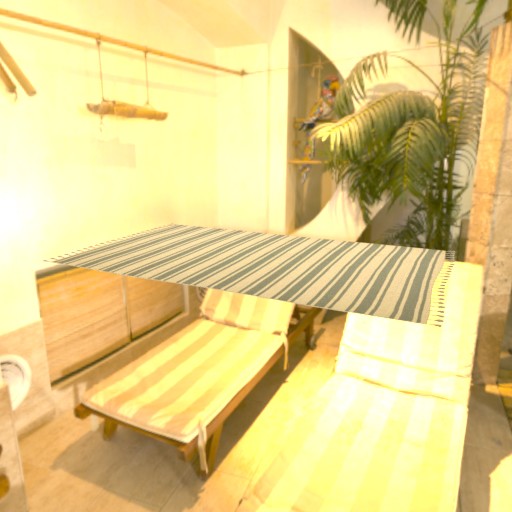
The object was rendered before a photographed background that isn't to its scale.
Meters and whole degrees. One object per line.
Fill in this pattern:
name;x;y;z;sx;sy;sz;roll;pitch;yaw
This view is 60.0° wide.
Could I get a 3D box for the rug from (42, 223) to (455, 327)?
rug;0.000;0.000;2.552;2.084;0.009;1.222;7;16;25
